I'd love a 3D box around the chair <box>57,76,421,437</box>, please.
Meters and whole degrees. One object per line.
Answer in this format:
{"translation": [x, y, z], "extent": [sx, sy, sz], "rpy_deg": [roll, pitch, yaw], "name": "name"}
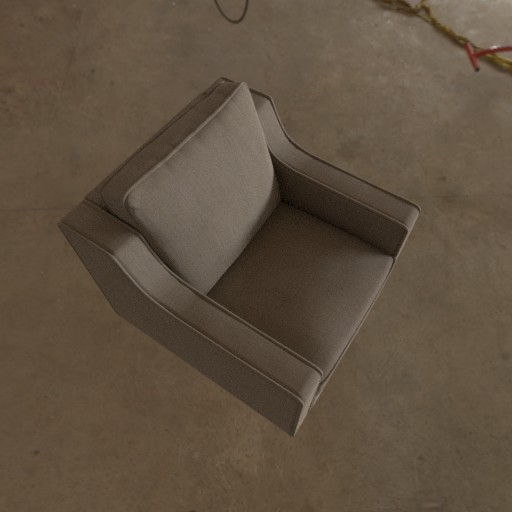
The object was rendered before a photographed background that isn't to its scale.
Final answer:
{"translation": [0.000, 0.000, 1.668], "extent": [0.909, 0.960, 0.831], "rpy_deg": [30, 63, 17], "name": "chair"}
